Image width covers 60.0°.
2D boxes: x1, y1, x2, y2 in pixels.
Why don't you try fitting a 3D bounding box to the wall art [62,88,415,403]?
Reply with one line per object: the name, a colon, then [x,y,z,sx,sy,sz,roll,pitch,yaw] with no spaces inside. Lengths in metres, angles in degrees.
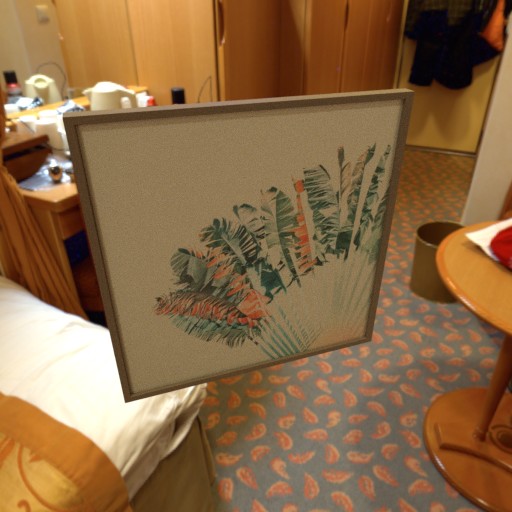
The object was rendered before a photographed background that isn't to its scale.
wall art: [0.000,0.000,1.125,0.761,0.758,0.038,-10,32,-16]
